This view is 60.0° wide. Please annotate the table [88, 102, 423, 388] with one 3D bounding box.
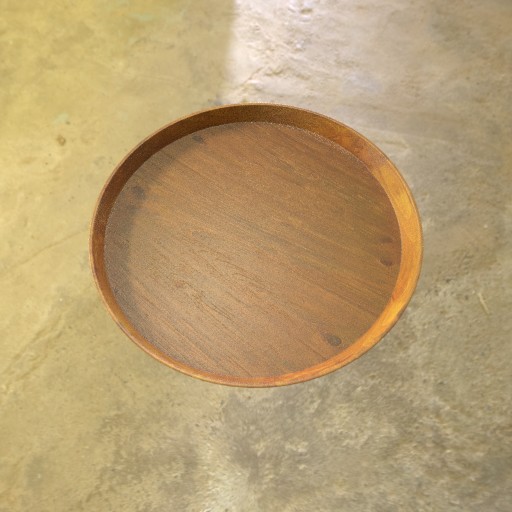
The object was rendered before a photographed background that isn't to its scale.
[{"bbox_3d":[0.000,0.000,1.572,1.016,0.470,1.016,0,64,0],"label":"table"}]
